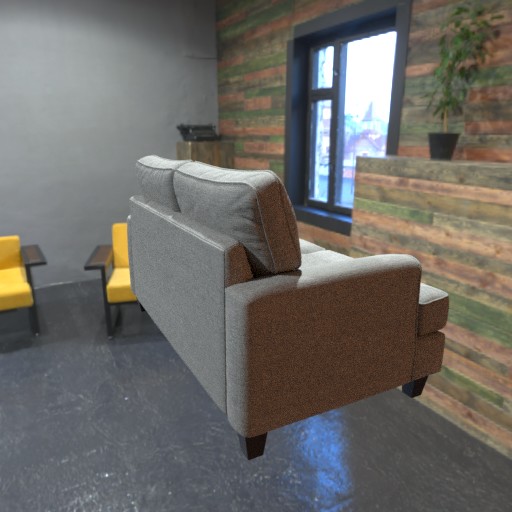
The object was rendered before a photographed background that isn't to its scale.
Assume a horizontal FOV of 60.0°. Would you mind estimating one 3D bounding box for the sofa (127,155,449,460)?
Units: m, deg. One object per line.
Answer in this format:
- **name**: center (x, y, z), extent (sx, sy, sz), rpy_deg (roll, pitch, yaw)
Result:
- **sofa**: center (0.000, 0.000, 2.236), extent (0.965, 0.965, 1.651), rpy_deg (-8, 17, -27)
